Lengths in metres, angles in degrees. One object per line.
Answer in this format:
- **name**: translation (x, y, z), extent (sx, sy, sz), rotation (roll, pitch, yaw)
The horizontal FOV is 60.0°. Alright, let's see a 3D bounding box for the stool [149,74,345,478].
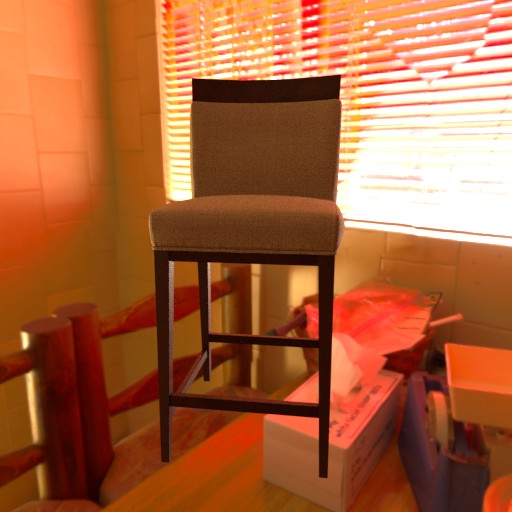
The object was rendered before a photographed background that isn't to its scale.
- **stool**: translation (0.000, 0.000, 1.244), extent (0.463, 1.011, 0.480), rotation (2, 13, 8)
